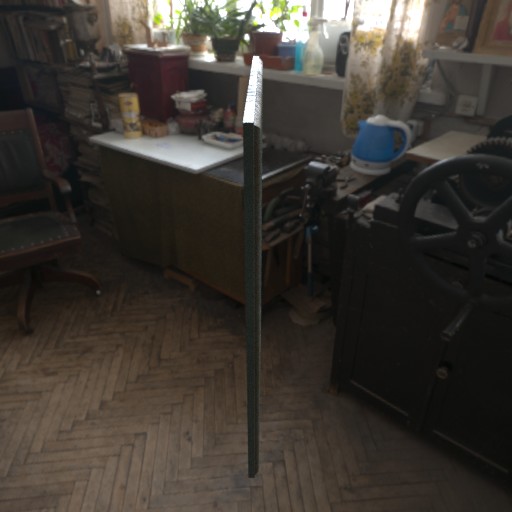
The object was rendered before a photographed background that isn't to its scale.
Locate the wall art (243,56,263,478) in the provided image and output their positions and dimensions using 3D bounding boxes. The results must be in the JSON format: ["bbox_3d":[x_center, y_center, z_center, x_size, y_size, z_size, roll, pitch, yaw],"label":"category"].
[{"bbox_3d":[0.000,0.000,1.305,0.030,0.983,0.767,1,32,1],"label":"wall art"}]
